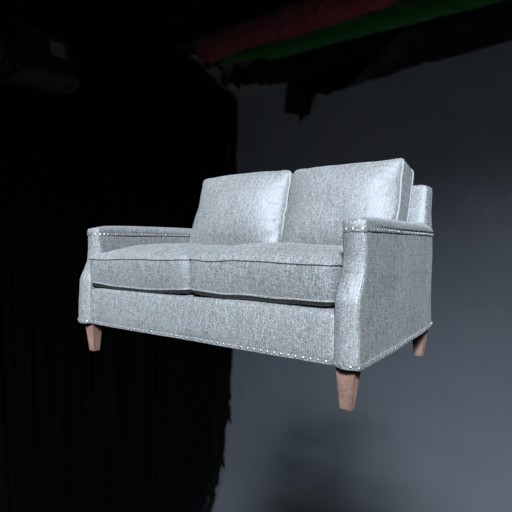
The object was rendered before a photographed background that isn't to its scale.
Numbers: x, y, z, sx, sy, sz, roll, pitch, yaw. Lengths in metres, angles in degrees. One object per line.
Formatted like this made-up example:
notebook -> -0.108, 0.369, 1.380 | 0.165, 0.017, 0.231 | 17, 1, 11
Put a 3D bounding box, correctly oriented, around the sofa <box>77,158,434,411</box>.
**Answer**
sofa -> 0.000, 0.000, 2.318 | 1.597, 1.003, 1.084 | 1, 2, 35
